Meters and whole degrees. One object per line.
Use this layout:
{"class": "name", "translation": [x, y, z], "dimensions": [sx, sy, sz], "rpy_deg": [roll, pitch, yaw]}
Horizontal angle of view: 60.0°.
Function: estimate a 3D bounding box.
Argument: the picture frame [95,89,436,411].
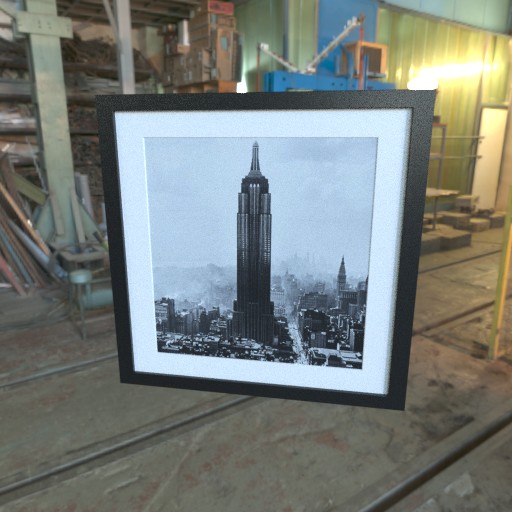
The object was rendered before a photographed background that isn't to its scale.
{"class": "picture frame", "translation": [0.000, 0.000, 0.803], "dimensions": [0.559, 0.557, 0.029], "rpy_deg": [3, 15, 10]}
